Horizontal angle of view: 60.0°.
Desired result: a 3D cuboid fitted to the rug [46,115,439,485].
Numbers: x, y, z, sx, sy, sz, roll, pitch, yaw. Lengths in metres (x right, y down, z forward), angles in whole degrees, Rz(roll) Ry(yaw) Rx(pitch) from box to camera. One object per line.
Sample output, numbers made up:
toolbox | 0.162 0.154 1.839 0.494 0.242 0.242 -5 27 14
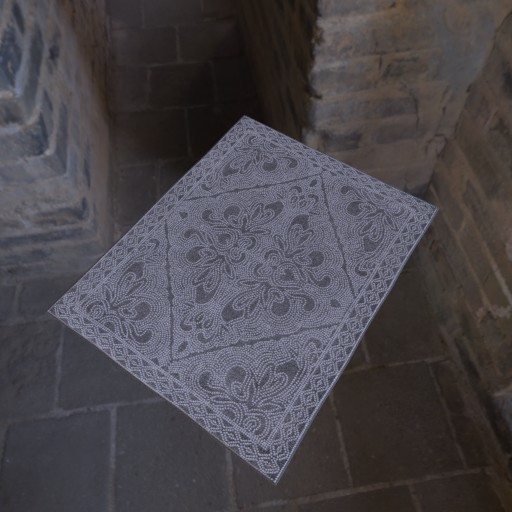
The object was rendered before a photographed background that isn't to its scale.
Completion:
rug | 0.000 0.000 4.185 2.438 0.012 3.048 31 63 17
